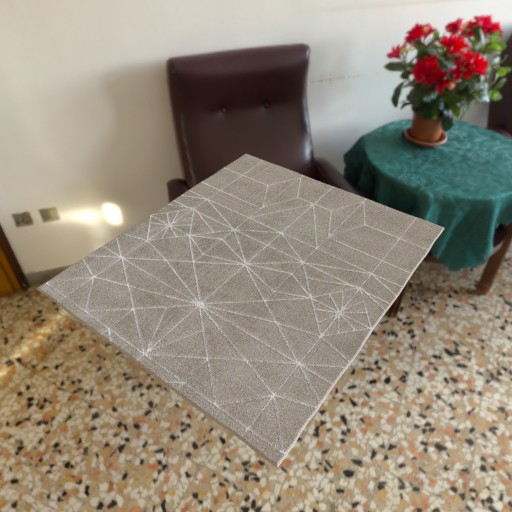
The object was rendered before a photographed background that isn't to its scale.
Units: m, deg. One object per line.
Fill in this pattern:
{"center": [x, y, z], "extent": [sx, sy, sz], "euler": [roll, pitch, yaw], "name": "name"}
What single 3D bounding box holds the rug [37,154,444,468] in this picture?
{"center": [0.000, 0.000, 0.894], "extent": [0.548, 0.006, 0.639], "euler": [26, 48, 27], "name": "rug"}
